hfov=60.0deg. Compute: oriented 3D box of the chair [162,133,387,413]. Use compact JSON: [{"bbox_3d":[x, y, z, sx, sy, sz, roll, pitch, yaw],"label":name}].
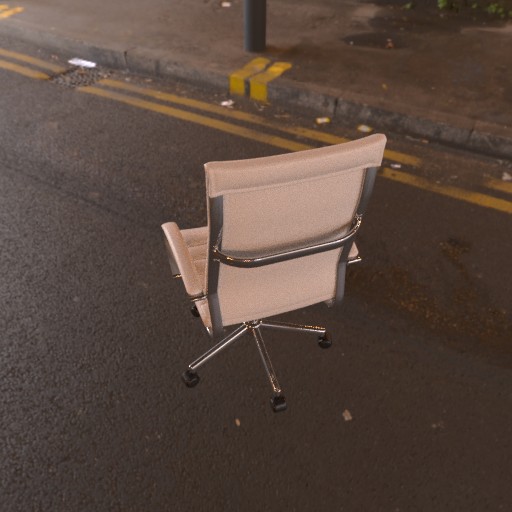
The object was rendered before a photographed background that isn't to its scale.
[{"bbox_3d":[0.000,0.000,1.569,0.679,1.149,0.679,-13,44,-14],"label":"chair"}]
